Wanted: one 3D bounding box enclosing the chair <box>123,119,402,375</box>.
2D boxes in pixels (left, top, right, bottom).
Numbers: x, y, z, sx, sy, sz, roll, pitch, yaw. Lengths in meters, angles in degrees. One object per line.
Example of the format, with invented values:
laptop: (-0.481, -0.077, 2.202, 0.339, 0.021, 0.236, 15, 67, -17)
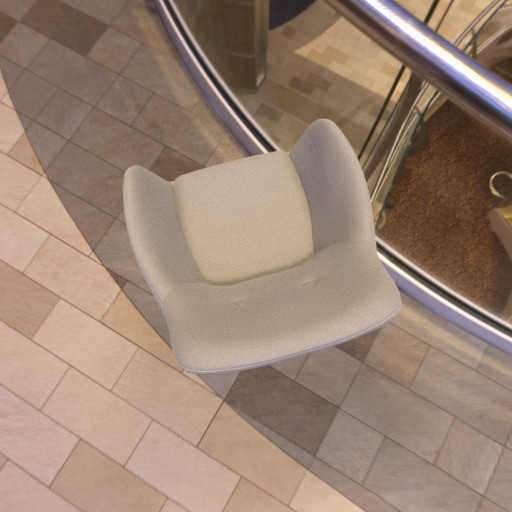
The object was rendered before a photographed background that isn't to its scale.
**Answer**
chair: (0.000, 0.000, 1.236, 0.570, 0.830, 0.590, -15, 76, -4)
